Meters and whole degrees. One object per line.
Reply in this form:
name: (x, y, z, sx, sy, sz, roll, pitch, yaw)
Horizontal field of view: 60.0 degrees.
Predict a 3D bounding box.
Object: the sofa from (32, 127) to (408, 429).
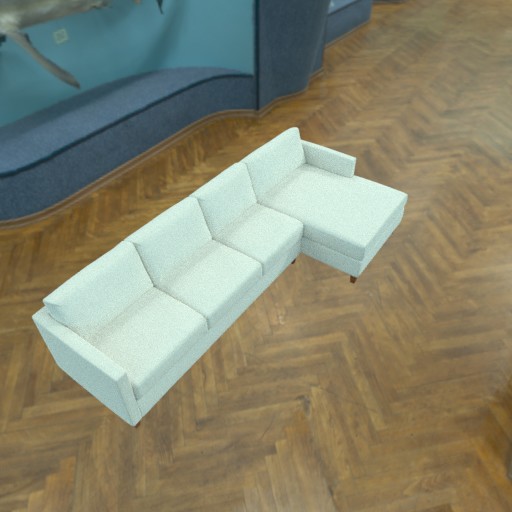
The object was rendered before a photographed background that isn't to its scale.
sofa: (0.000, 0.000, 4.096, 1.606, 0.954, 3.471, 26, 48, 25)
